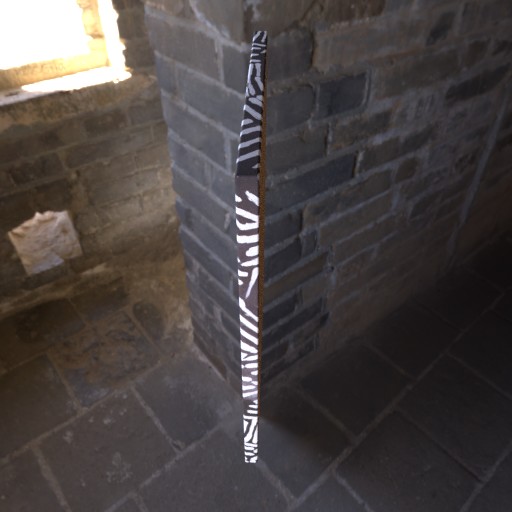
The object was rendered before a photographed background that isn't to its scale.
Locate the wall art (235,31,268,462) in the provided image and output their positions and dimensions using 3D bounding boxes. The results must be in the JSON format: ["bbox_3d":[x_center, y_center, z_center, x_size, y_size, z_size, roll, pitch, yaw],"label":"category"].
[{"bbox_3d":[0.000,0.000,1.302,0.038,1.017,0.765,1,42,2],"label":"wall art"}]
